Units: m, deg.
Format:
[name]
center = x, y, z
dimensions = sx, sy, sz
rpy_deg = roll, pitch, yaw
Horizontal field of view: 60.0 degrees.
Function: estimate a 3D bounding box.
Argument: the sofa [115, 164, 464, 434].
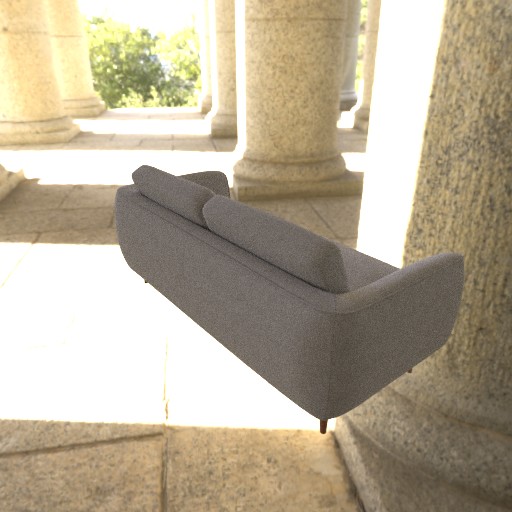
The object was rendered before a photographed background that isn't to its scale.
[sofa]
center = 0.000, 0.000, 2.483
dimensions = 0.920, 0.850, 2.000
rpy_deg = -19, 31, -34
